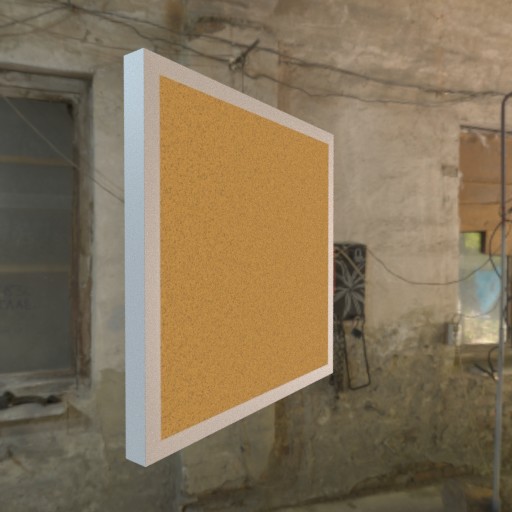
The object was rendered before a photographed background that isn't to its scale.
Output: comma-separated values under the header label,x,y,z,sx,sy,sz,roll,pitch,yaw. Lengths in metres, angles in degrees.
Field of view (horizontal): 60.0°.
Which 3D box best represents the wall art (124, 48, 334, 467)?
label,x,y,z,sx,sy,sz,roll,pitch,yaw
wall art,0.000,0.000,1.912,0.098,1.291,1.289,1,1,36
